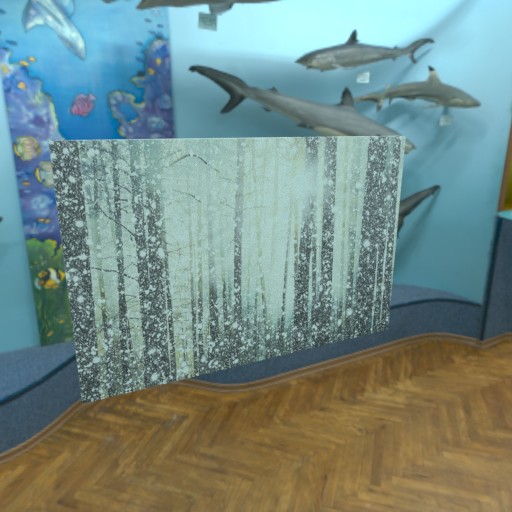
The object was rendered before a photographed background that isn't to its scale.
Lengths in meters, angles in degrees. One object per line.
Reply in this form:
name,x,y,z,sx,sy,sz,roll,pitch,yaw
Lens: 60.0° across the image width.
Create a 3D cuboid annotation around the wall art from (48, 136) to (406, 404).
wall art,0.000,0.000,1.161,0.919,0.598,0.038,-8,18,-24
